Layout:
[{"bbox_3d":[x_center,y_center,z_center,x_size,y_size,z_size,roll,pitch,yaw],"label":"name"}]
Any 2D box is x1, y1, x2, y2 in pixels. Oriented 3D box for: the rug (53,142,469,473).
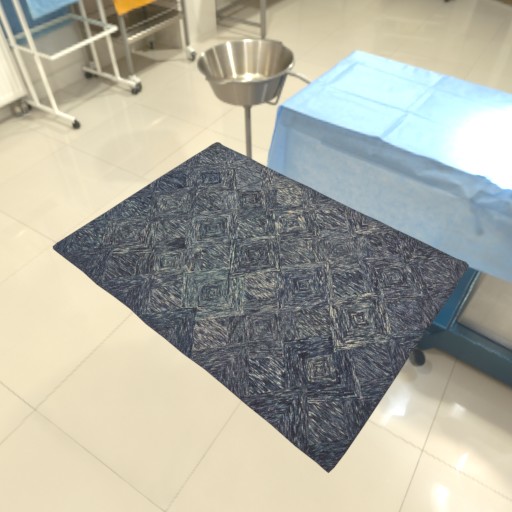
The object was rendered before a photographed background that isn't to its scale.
[{"bbox_3d":[0.000,0.000,4.227,3.245,0.024,2.385,31,55,25],"label":"rug"}]
